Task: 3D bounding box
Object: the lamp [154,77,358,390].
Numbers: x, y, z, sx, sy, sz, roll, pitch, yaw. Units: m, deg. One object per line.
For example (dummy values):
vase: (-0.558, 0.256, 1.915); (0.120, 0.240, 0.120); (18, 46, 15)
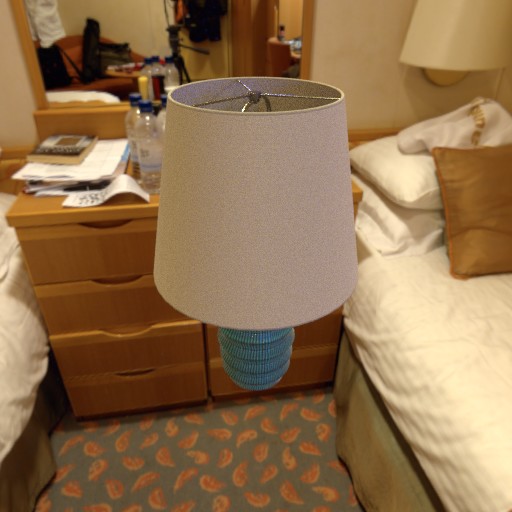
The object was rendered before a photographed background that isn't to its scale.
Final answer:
lamp: (0.000, 0.000, 0.555); (0.254, 0.392, 0.254); (0, 31, 0)
